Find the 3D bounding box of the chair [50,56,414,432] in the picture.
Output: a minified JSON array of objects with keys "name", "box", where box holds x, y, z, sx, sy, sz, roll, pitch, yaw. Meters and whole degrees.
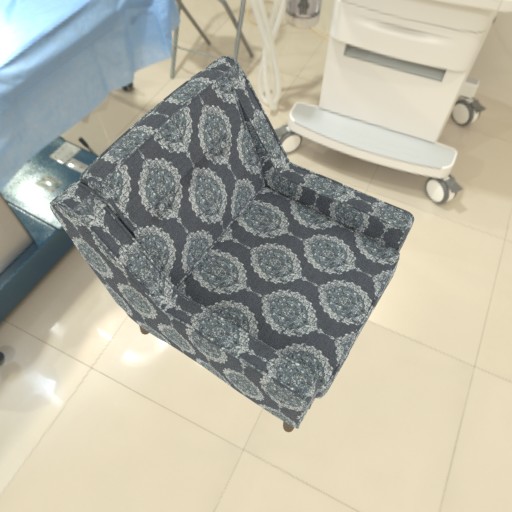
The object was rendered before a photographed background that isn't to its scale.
[{"name":"chair","box":[0.000,0.000,1.331,0.743,0.792,0.663,29,62,17]}]
